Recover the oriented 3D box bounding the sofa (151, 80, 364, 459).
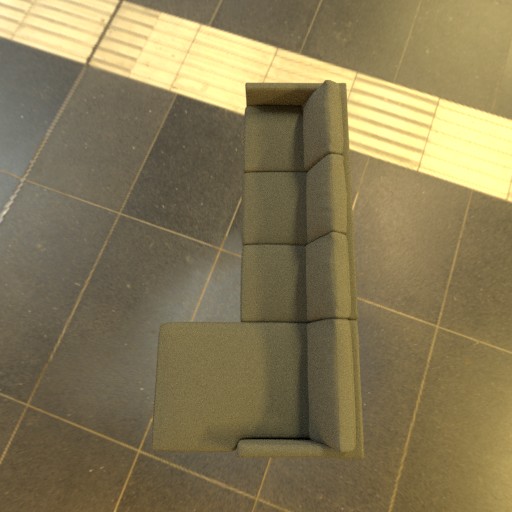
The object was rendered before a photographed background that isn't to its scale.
[{"bbox_3d":[0.000,0.000,3.859,1.625,0.861,3.186,1,75,0],"label":"sofa"}]
